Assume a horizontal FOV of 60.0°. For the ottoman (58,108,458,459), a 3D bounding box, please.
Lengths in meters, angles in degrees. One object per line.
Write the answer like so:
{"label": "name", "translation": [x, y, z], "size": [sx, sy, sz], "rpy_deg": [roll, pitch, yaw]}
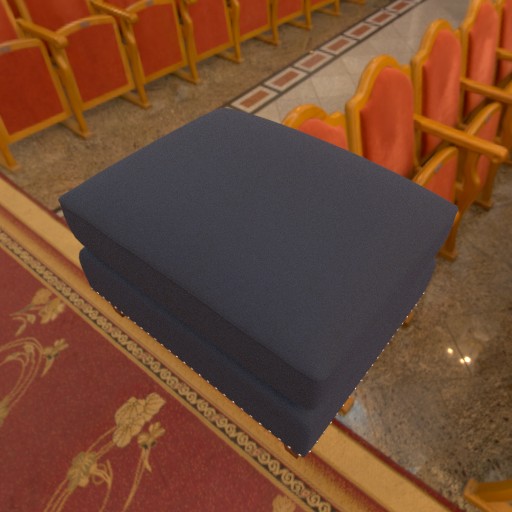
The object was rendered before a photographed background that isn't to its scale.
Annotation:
{"label": "ottoman", "translation": [0.000, 0.000, 1.133], "size": [0.741, 0.513, 0.584], "rpy_deg": [31, 53, 26]}
